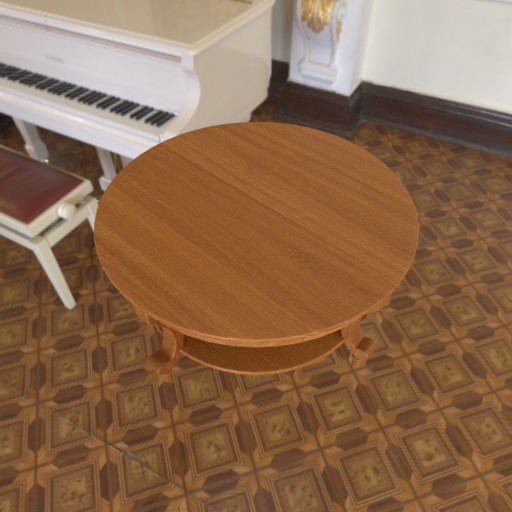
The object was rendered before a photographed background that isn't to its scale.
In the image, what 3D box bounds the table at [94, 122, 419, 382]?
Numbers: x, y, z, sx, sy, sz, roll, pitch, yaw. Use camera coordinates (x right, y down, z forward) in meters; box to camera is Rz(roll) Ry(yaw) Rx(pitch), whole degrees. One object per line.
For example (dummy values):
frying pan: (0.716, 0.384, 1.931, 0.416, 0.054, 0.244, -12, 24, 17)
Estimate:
table: (0.000, 0.000, 1.614, 1.029, 0.490, 1.029, 0, 47, 0)
